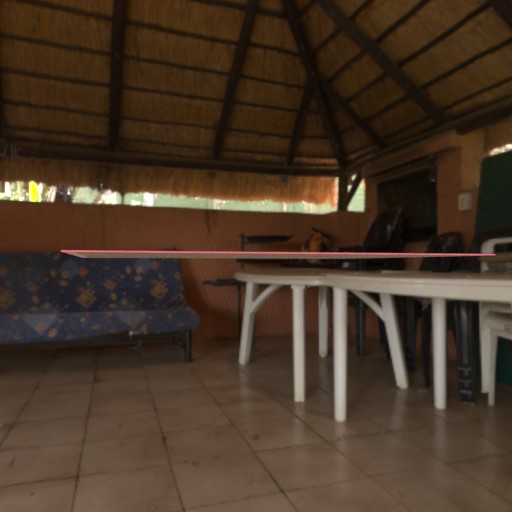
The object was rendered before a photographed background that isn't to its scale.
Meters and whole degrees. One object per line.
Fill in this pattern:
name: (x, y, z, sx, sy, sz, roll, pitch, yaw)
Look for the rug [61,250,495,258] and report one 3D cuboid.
rug: (0.000, 0.000, 3.865, 2.929, 0.012, 2.300, 0, -1, -19)
